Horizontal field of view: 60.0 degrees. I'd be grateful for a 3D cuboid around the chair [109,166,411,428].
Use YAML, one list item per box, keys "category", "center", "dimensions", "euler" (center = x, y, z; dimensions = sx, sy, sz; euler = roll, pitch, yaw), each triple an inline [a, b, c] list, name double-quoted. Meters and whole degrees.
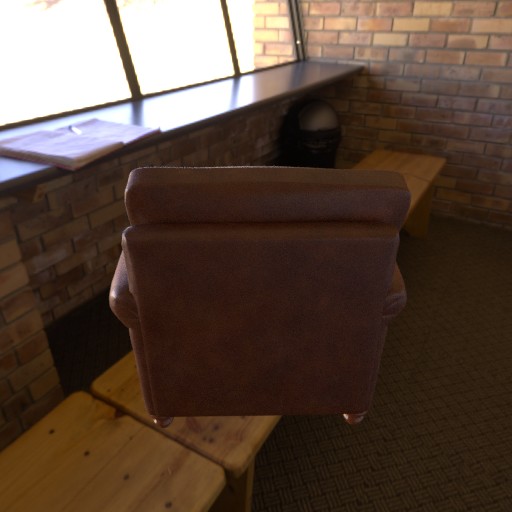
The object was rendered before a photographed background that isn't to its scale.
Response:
- category: "chair"
  center: [0.000, 0.000, 1.807]
  dimensions: [0.989, 0.972, 0.992]
  euler: [-1, 30, -1]
